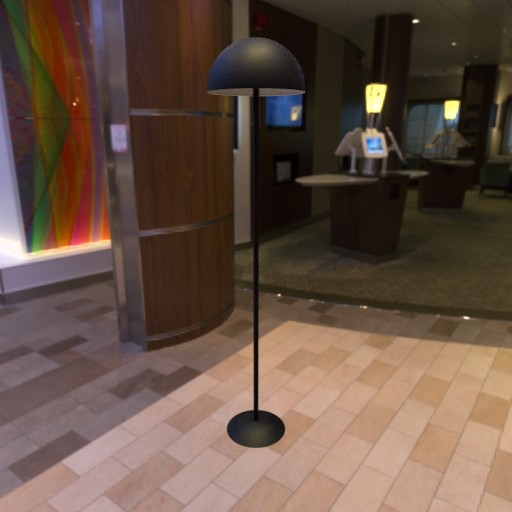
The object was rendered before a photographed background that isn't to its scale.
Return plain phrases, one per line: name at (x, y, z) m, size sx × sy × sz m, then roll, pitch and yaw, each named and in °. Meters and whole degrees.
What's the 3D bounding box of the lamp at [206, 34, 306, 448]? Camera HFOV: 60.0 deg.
lamp at (0.000, 0.000, 1.631) m, size 0.328 × 1.480 × 0.328 m, roll -3°, pitch 16°, yaw -9°
